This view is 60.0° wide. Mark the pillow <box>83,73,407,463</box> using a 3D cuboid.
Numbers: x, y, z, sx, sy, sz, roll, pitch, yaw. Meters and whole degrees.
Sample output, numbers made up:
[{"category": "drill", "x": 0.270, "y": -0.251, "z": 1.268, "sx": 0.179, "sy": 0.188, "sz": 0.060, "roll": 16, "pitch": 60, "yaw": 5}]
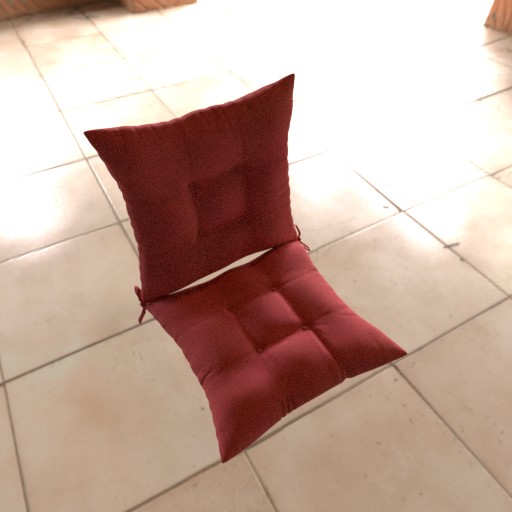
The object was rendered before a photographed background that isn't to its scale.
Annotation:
[{"category": "pillow", "x": 0.000, "y": 0.000, "z": 0.999, "sx": 0.541, "sy": 0.536, "sz": 0.585, "roll": -23, "pitch": 50, "yaw": -21}]
